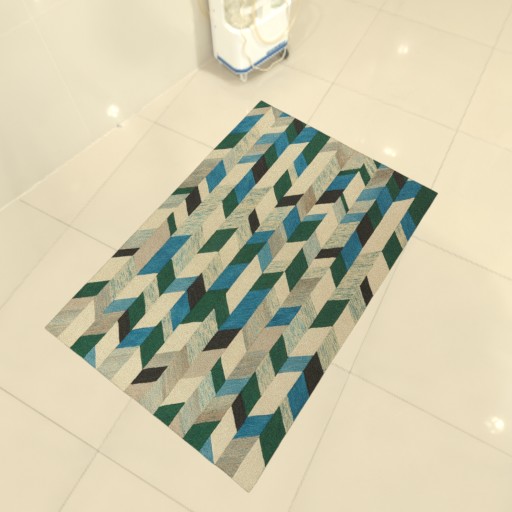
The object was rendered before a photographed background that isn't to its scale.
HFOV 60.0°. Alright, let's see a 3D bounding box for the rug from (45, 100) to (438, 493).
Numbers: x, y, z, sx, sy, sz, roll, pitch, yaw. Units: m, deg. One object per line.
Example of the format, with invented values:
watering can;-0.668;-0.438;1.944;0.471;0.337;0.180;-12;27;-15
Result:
rug;0.000;0.000;2.322;1.229;0.005;1.827;33;68;15
